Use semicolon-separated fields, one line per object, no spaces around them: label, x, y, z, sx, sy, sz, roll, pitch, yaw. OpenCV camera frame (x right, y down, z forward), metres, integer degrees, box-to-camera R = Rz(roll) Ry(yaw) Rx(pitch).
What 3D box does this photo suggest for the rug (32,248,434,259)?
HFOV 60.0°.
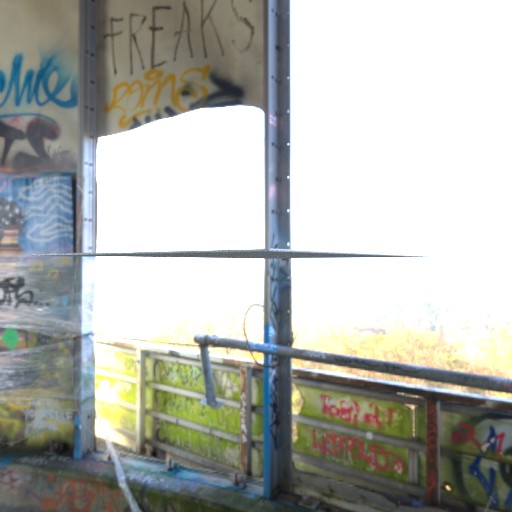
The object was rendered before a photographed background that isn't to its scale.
rug;0.000;0.000;4.054;2.353;0.014;2.945;-1;-1;37
